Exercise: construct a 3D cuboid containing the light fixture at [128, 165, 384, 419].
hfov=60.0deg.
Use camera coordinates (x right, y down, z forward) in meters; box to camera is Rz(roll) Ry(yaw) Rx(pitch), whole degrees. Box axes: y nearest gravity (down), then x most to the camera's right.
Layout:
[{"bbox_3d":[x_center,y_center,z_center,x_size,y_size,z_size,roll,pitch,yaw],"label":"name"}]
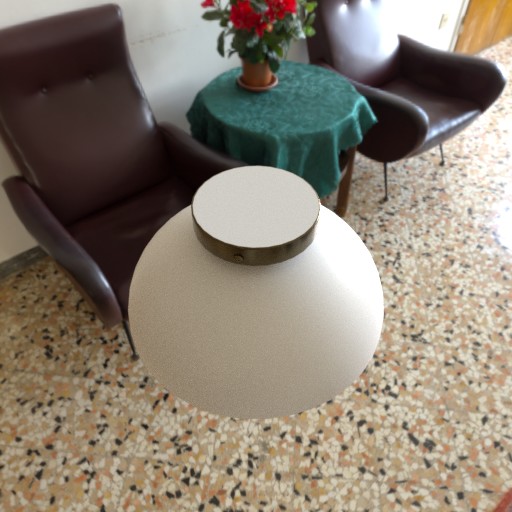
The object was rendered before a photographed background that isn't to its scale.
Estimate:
[{"bbox_3d":[0.000,0.000,0.572,0.355,0.177,0.355,0,46,0],"label":"light fixture"}]
